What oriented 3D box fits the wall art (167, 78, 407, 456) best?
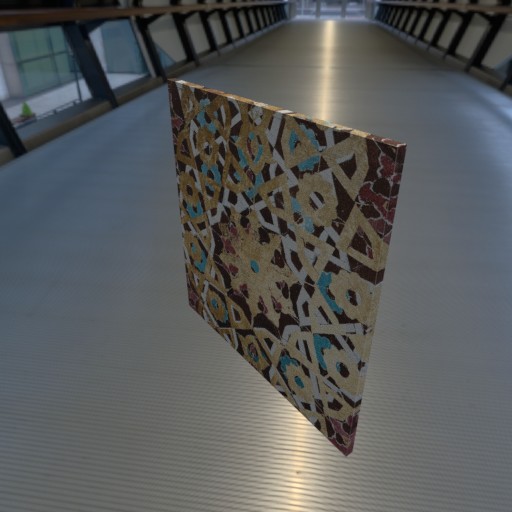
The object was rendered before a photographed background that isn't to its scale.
[{"bbox_3d":[0.000,0.000,1.141,0.028,0.762,0.757,-21,37,-31],"label":"wall art"}]
